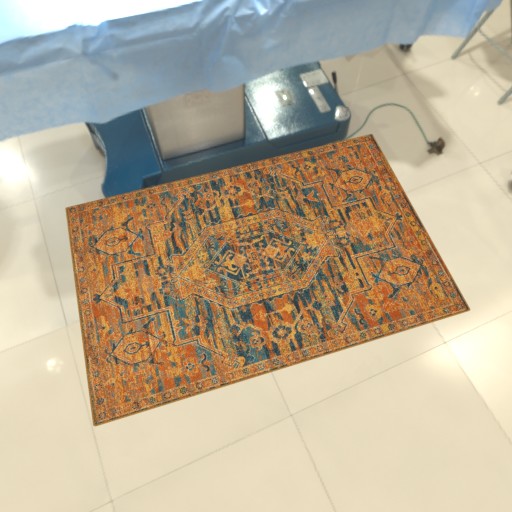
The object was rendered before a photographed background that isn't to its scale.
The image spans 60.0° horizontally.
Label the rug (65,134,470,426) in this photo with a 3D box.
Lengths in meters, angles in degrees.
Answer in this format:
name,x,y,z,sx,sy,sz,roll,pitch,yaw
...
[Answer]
name,x,y,z,sx,sy,sz,roll,pitch,yaw
rug,0.000,0.000,1.084,0.863,0.008,0.557,-15,64,-8
